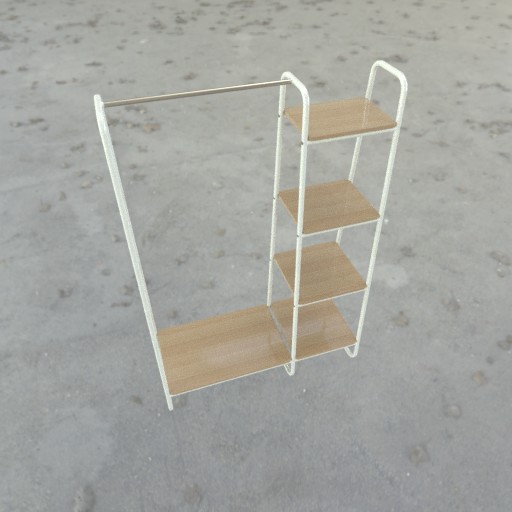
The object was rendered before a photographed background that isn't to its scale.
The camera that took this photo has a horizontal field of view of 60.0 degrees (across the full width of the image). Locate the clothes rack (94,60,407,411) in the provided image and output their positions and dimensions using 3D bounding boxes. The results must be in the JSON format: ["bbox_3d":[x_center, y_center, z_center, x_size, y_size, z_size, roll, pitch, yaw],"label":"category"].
[{"bbox_3d":[0.000,0.000,1.928,1.011,1.500,0.400,-12,43,-13],"label":"clothes rack"}]
